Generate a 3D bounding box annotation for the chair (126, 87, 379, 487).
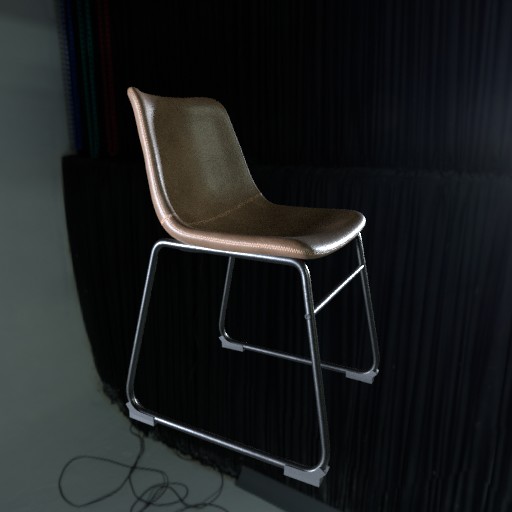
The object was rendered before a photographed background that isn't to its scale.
[{"bbox_3d":[0.000,0.000,1.095,0.551,0.780,0.460,8,17,27],"label":"chair"}]
